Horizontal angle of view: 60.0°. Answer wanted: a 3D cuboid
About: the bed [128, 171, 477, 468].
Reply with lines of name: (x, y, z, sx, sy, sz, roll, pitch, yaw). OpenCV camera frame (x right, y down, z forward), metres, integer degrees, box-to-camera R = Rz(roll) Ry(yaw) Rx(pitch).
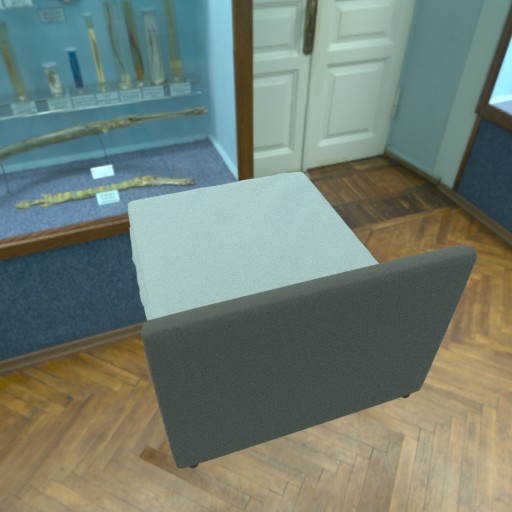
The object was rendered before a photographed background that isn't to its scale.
bed: (0.000, 0.000, 3.196, 1.748, 1.330, 2.142, -12, 42, -14)
